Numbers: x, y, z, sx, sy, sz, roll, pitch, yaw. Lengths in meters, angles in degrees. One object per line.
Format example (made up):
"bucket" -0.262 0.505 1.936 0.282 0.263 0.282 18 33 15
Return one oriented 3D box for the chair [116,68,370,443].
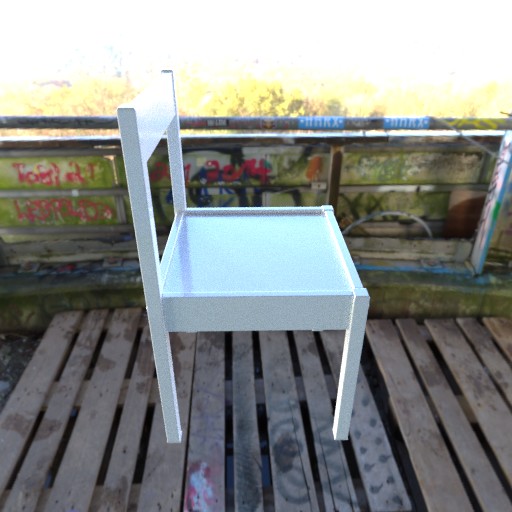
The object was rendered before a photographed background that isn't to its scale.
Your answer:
"chair" 0.000 0.000 0.687 0.285 0.505 0.285 -1 30 -1
